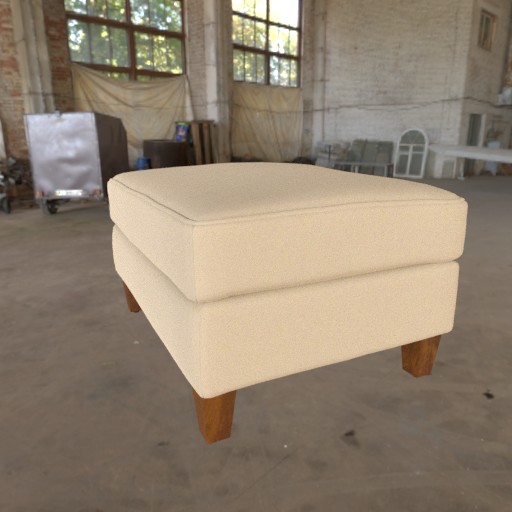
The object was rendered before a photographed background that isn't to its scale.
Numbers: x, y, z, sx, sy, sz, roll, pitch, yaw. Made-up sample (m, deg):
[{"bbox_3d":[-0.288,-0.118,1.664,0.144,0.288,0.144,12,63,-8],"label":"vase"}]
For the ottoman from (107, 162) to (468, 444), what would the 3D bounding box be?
[{"bbox_3d":[0.000,0.000,1.185,0.634,0.485,0.818,-7,17,-25],"label":"ottoman"}]
